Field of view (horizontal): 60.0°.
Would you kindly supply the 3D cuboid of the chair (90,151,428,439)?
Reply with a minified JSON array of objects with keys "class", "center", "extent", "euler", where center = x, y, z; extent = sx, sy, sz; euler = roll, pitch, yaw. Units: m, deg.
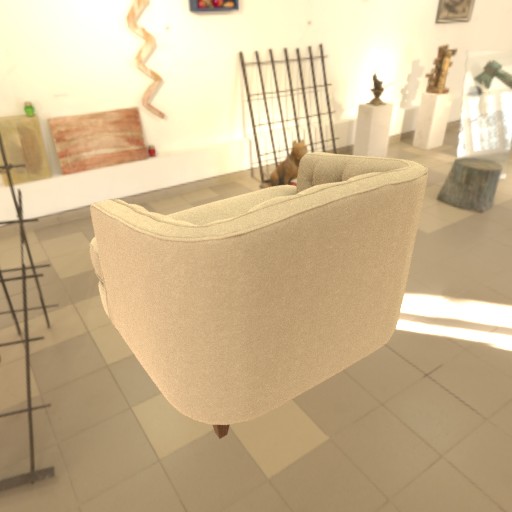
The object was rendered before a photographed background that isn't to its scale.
[{"class":"chair","center":[0.000,0.000,1.793],"extent":[1.104,0.852,0.941],"euler":[-19,36,-29]}]
